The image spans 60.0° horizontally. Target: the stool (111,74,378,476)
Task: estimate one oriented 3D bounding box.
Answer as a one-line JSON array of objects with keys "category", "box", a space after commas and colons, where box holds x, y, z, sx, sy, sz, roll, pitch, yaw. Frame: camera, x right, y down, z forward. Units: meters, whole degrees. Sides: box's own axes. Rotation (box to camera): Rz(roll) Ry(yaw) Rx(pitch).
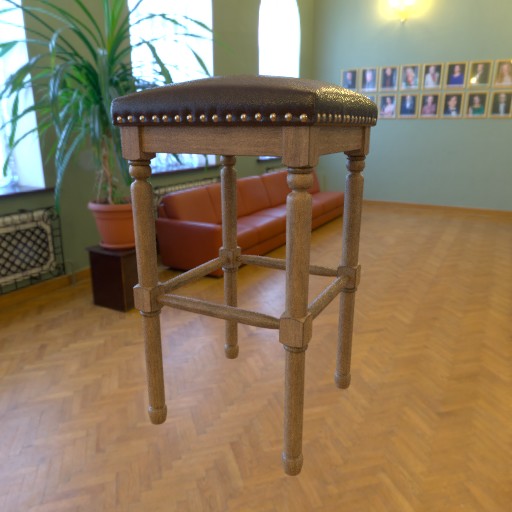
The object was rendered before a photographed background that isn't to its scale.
[{"category": "stool", "box": [0.000, 0.000, 0.929, 0.383, 0.702, 0.382, 8, 18, 26]}]
